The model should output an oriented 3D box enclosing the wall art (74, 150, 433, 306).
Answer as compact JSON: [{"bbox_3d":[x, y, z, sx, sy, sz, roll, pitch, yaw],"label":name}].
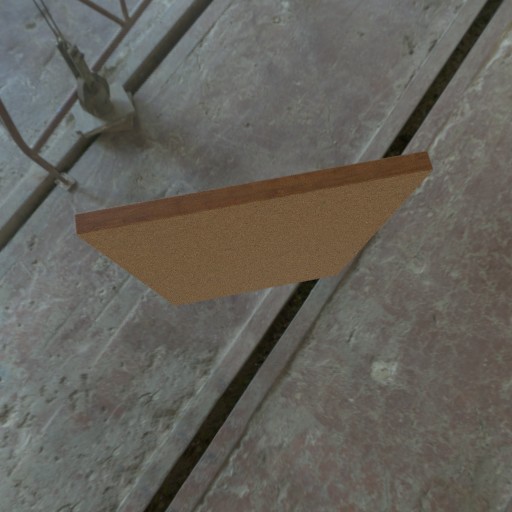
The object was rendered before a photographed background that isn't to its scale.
[{"bbox_3d":[0.000,0.000,1.191,0.610,0.914,0.037,-11,77,-3],"label":"wall art"}]
